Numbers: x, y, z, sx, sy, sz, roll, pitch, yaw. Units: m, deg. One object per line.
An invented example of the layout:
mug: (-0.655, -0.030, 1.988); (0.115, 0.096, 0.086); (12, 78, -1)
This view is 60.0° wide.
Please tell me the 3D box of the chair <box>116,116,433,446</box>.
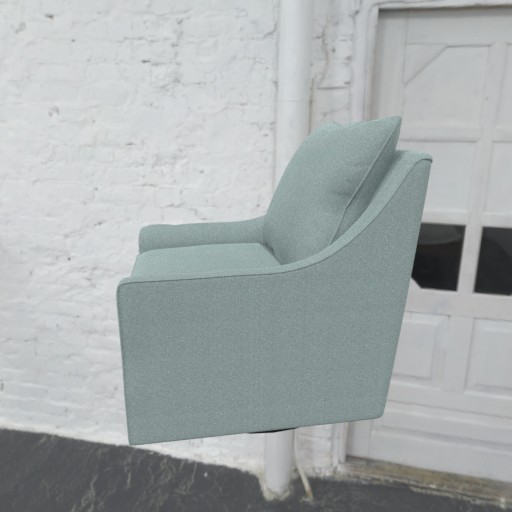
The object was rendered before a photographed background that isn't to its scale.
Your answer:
chair: (0.000, 0.000, 1.557); (0.870, 0.926, 0.760); (-3, 15, -9)
